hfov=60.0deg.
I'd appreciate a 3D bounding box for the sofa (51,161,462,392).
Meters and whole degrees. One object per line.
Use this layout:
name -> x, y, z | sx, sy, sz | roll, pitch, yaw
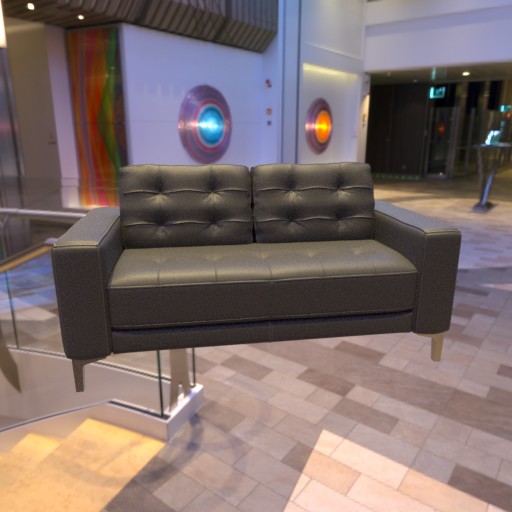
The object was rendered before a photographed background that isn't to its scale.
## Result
sofa -> 0.000, 0.000, 2.219 | 1.726, 0.893, 0.833 | -2, 16, -9
